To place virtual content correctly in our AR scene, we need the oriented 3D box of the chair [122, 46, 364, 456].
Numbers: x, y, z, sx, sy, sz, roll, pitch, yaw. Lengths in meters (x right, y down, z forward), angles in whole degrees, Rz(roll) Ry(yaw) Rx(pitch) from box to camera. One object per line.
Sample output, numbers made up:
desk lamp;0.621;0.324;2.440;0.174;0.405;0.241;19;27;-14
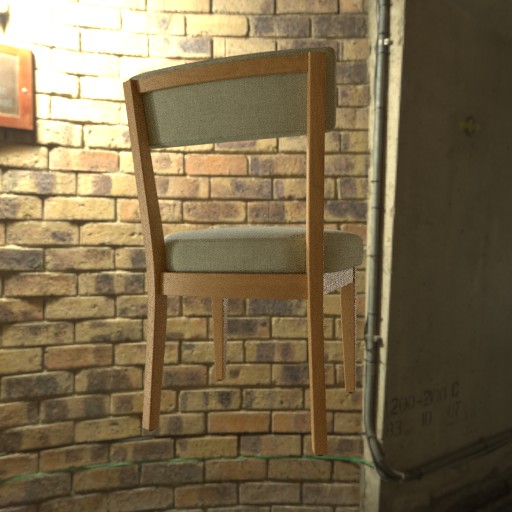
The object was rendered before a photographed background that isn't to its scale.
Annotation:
chair;0.000;0.000;1.164;0.508;0.832;0.572;0;0;19
